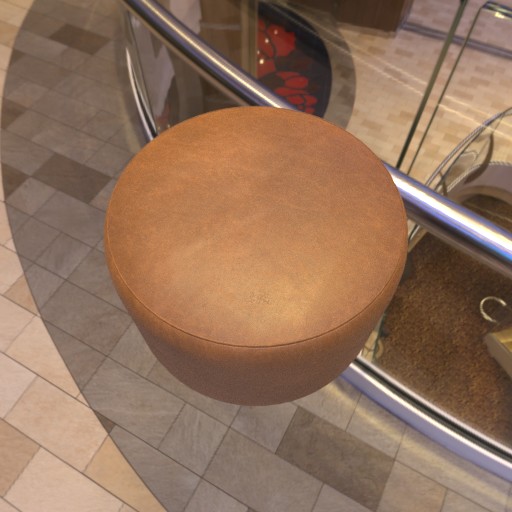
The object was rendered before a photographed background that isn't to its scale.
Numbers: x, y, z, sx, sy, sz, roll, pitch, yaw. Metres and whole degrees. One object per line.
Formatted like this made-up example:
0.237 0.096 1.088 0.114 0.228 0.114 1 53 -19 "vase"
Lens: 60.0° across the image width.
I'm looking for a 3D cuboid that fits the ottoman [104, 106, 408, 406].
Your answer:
0.000 0.000 1.016 0.607 0.438 0.607 0 58 0 "ottoman"
